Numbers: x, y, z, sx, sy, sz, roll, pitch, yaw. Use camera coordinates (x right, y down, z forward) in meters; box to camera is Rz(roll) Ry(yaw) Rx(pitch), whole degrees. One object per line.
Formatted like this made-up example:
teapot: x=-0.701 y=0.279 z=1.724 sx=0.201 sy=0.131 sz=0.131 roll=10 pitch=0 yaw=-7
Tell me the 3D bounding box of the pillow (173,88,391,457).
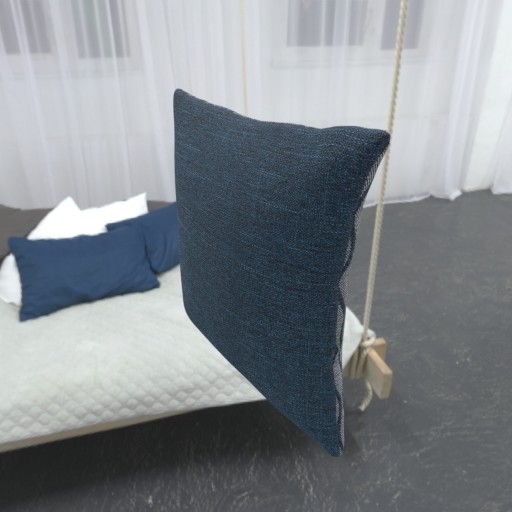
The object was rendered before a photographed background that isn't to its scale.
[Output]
pillow: x=0.000 y=0.000 z=0.655 sx=0.159 sy=0.435 sz=0.435 roll=-17 pitch=31 yaw=-32
